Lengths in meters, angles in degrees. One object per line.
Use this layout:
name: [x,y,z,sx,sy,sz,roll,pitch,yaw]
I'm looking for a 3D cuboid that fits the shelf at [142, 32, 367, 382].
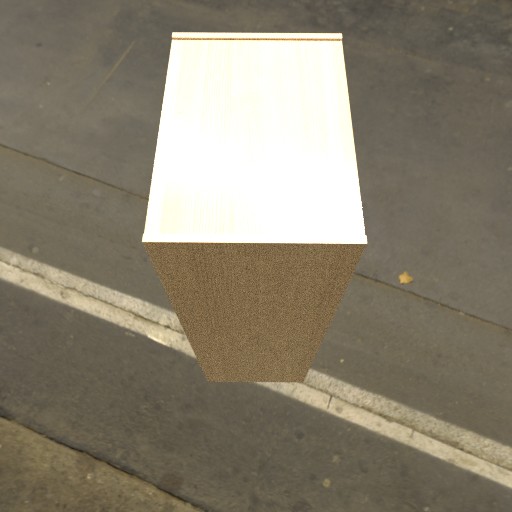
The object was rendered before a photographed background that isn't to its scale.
shelf: [0.000,0.000,1.060,0.292,0.876,0.417,0,63,0]
